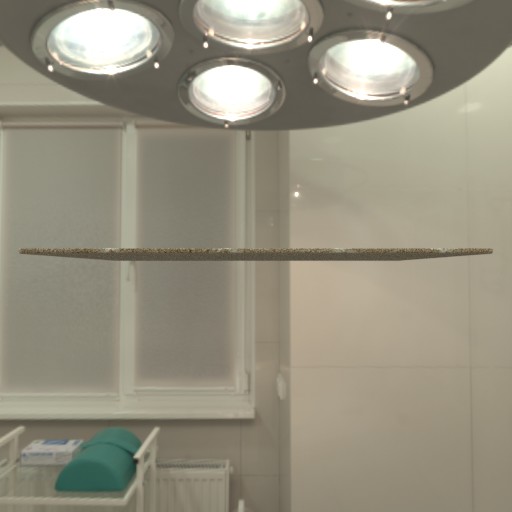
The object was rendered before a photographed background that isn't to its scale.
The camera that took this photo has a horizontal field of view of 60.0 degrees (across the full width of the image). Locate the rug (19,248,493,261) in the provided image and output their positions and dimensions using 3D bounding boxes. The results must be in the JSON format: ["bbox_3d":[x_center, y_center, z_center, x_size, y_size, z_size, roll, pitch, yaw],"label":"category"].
[{"bbox_3d":[0.000,0.000,3.022,2.438,0.030,1.524,0,-2,0],"label":"rug"}]
